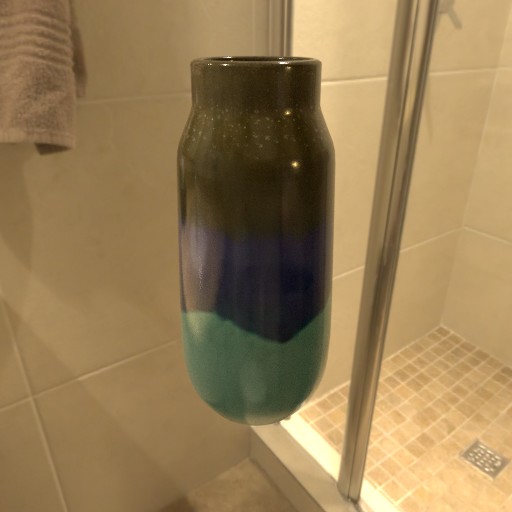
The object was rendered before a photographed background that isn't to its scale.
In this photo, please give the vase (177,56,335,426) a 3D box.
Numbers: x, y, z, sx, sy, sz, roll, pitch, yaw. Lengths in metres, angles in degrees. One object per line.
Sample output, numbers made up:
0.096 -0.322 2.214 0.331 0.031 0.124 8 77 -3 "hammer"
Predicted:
0.000 0.000 0.384 0.139 0.313 0.139 0 26 0 "vase"
